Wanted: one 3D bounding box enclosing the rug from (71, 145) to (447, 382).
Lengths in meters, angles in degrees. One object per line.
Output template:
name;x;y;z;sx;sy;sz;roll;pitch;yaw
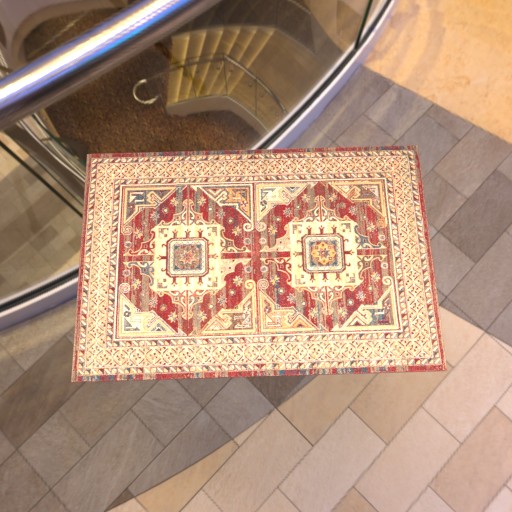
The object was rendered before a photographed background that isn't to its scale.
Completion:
rug;0.000;0.000;5.769;4.578;0.033;3.033;-2;76;0
